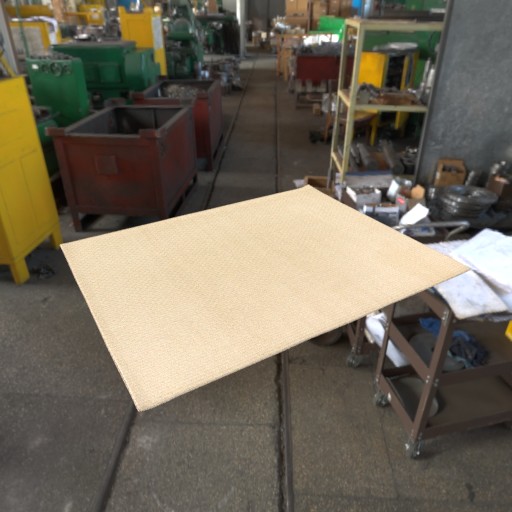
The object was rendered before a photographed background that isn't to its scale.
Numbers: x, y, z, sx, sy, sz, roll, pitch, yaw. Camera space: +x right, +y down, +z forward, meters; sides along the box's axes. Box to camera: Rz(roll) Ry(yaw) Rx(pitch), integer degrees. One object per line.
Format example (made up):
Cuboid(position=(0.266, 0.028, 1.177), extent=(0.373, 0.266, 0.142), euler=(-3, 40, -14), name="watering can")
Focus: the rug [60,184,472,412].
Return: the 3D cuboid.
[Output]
Cuboid(position=(0.000, 0.000, 3.926), extent=(2.897, 0.035, 2.277), euler=(-17, 34, -27), name="rug")
